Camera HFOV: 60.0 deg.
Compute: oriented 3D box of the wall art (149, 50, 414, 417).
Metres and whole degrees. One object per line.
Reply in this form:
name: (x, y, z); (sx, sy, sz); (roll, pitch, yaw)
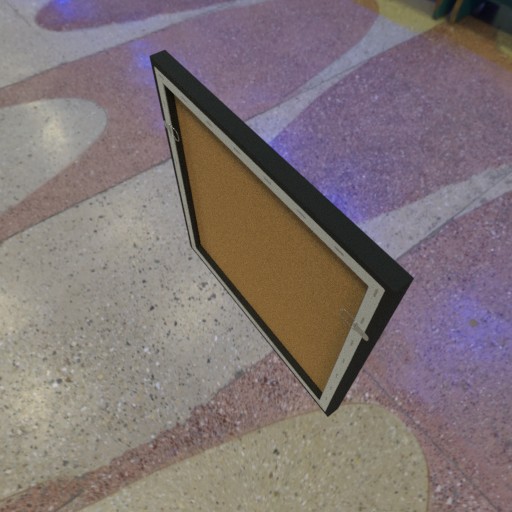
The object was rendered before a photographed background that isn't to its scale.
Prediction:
wall art: (0.000, 0.000, 1.157); (0.044, 0.758, 0.758); (-32, 62, -19)
